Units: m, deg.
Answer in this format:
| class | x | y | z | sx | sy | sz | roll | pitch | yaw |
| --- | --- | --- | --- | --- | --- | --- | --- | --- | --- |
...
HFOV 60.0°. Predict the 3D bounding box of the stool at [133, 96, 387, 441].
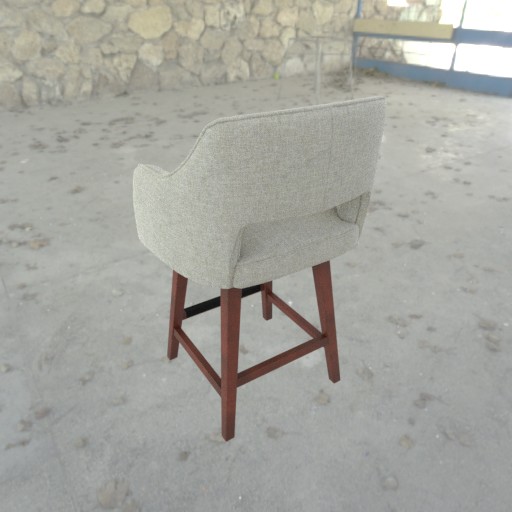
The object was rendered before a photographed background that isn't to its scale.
| class | x | y | z | sx | sy | sz | roll | pitch | yaw |
| --- | --- | --- | --- | --- | --- | --- | --- | --- | --- |
| stool | 0.000 | 0.000 | 1.310 | 0.599 | 0.944 | 0.558 | -18 | 34 | -28 |
